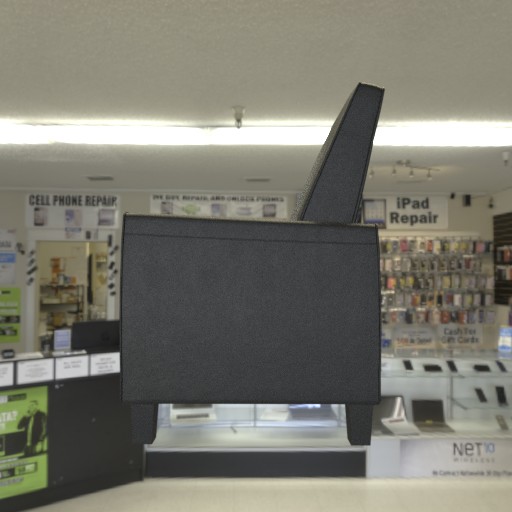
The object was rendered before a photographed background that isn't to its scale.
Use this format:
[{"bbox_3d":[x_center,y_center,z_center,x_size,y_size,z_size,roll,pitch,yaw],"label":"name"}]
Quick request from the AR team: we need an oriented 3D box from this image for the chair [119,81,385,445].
[{"bbox_3d":[0.000,0.000,1.504,0.746,1.013,0.705,0,-1,0],"label":"chair"}]
